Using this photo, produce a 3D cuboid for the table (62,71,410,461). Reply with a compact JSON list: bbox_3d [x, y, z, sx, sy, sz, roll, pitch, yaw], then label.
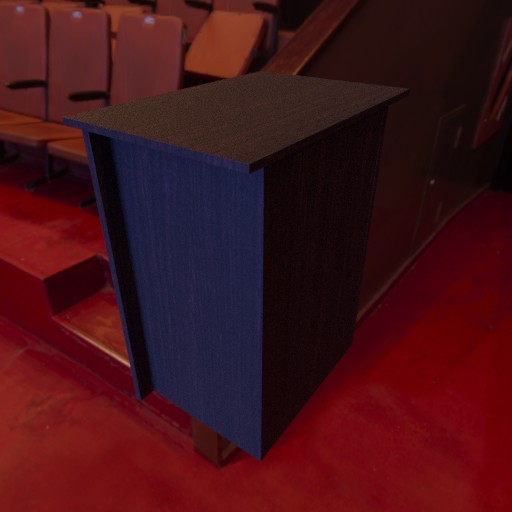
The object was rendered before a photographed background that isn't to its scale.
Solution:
[{"bbox_3d":[0.000,0.000,1.054,0.406,0.711,0.591,21,37,30],"label":"table"}]
